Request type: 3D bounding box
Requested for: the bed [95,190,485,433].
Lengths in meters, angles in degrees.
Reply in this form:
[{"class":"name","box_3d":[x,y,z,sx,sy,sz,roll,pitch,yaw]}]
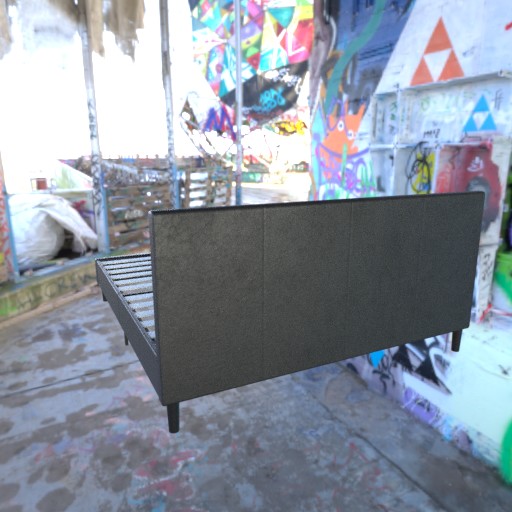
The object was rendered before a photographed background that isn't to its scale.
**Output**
[{"class":"bed","box_3d":[0.000,0.000,3.276,2.018,1.046,2.152,-7,15,-26]}]
